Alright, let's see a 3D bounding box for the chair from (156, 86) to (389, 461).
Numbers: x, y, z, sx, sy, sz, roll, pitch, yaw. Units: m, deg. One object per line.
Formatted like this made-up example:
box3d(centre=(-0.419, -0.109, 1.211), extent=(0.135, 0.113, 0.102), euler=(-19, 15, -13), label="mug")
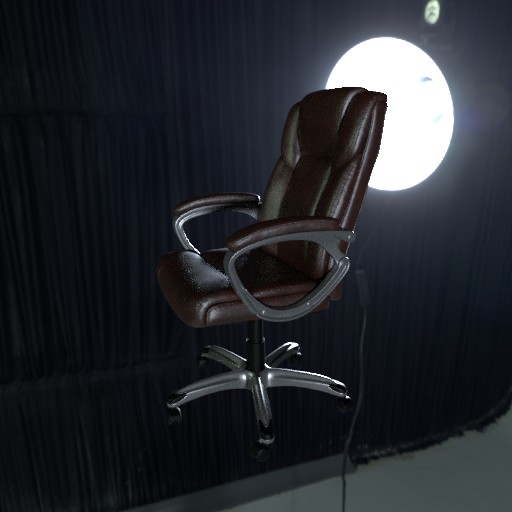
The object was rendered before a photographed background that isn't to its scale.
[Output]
box3d(centre=(0.000, 0.000, 1.554), extent=(0.692, 1.128, 0.656), euler=(-7, 17, -23), label="chair")
